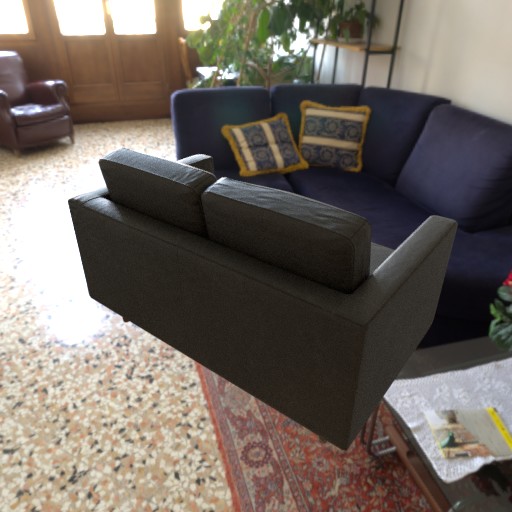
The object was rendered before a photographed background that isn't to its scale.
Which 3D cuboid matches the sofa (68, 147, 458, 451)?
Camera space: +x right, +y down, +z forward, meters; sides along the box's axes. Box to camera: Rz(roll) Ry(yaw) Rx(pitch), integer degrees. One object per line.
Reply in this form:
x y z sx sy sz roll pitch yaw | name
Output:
0.000 0.000 1.986 1.430 0.899 0.879 21 37 32 | sofa
